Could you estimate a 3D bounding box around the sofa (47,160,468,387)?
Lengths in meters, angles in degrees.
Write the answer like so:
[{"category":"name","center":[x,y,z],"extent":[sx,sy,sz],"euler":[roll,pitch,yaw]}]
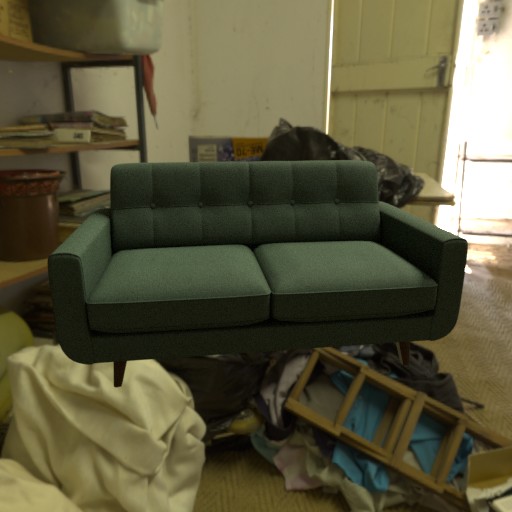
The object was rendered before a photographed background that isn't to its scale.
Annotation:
[{"category":"sofa","center":[0.000,0.000,2.127],"extent":[1.631,0.841,0.909],"euler":[-2,17,-7]}]
